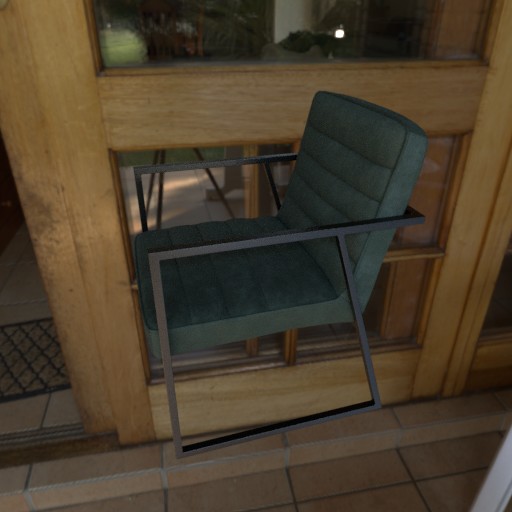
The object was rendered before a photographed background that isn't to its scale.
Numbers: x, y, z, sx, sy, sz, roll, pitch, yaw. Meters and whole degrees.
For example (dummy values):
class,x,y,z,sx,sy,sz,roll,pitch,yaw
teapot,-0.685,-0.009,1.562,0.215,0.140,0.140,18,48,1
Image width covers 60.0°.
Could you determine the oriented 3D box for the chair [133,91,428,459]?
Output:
class,x,y,z,sx,sy,sz,roll,pitch,yaw
chair,0.000,0.000,1.282,0.677,0.833,0.571,-8,30,-14
